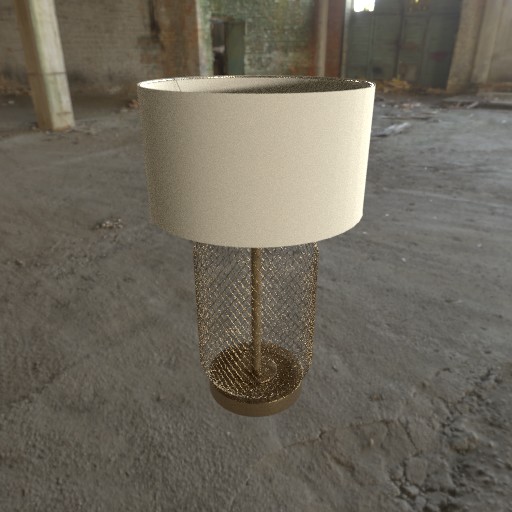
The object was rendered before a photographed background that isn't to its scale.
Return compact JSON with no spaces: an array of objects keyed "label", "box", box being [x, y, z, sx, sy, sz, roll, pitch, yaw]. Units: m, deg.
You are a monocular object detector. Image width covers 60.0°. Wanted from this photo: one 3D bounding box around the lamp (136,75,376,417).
[{"label":"lamp","box":[0.000,0.000,0.791,0.353,0.578,0.353,0,25,0]}]
